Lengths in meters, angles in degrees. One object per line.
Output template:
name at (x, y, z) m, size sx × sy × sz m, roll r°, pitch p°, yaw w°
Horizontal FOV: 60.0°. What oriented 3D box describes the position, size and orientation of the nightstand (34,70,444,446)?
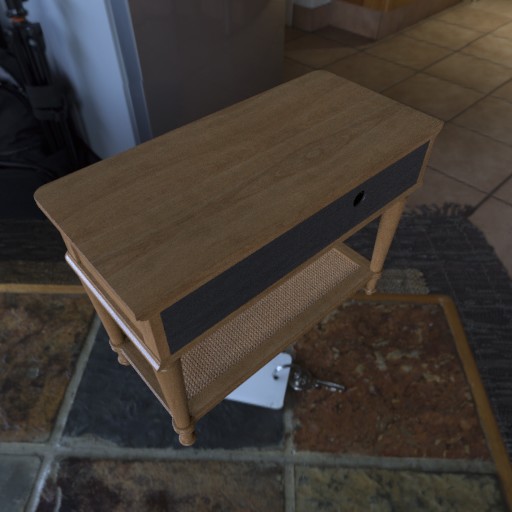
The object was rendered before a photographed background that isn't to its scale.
nightstand at (0.000, 0.000, 1.296) m, size 0.914 × 0.700 × 0.432 m, roll -33°, pitch 55°, yaw -27°
